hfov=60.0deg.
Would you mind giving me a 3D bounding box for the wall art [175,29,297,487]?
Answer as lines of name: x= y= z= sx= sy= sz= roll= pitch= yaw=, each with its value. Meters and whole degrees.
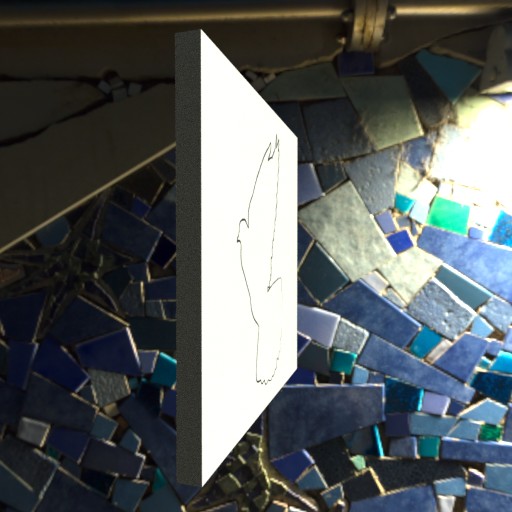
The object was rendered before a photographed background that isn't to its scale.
wall art: x=0.000 y=0.000 z=0.886 sx=0.038 sy=0.610 sz=0.610 roll=0 pitch=1 yaw=17
